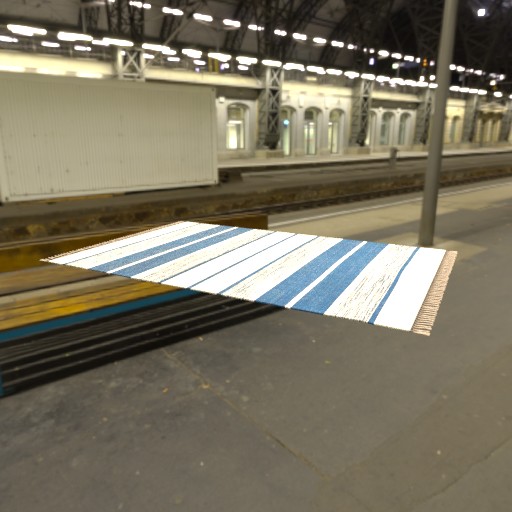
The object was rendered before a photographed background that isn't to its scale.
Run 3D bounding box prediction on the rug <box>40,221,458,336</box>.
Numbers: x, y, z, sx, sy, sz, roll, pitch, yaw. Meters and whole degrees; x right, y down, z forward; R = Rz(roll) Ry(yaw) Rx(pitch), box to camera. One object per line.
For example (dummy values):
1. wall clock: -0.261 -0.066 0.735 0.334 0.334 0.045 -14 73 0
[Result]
1. rug: 0.000 0.000 3.047 2.441 0.010 1.532 8 17 27
